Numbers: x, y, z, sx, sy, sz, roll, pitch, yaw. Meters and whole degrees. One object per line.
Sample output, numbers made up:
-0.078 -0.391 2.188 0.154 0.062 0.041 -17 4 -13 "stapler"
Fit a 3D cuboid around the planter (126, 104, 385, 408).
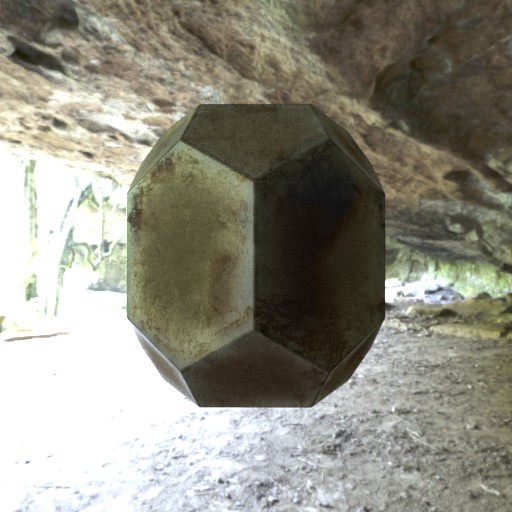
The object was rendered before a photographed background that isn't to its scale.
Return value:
0.000 0.000 0.421 0.221 0.238 0.243 0 0 0 "planter"
